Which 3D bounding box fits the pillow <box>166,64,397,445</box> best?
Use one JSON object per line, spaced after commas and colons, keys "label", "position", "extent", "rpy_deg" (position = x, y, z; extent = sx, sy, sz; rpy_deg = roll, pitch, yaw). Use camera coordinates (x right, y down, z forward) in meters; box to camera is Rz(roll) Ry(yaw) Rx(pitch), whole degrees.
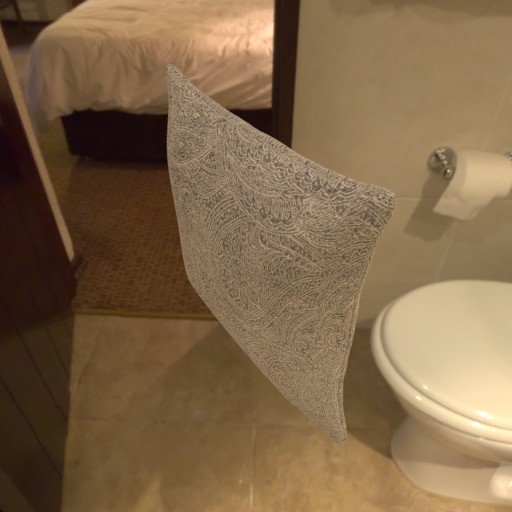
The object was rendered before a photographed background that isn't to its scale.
{"label": "pillow", "position": [0.000, 0.000, 0.766], "extent": [0.166, 0.510, 0.523], "rpy_deg": [-24, 46, -26]}
